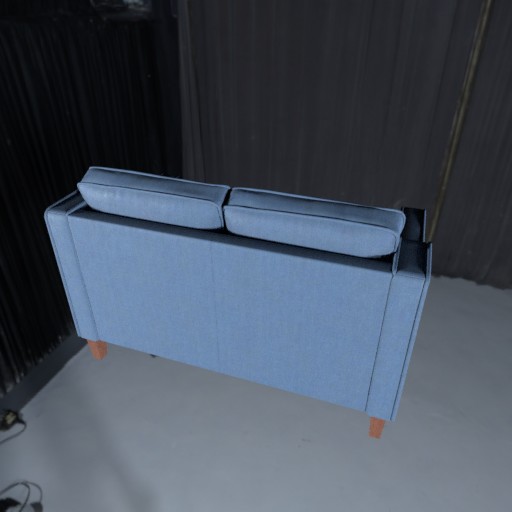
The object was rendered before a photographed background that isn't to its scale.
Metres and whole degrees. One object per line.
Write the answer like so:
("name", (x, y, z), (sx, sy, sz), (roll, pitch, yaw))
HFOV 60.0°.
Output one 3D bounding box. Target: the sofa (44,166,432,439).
("sofa", (0.000, 0.000, 2.164), (1.501, 0.971, 0.987), (10, 33, 17))
